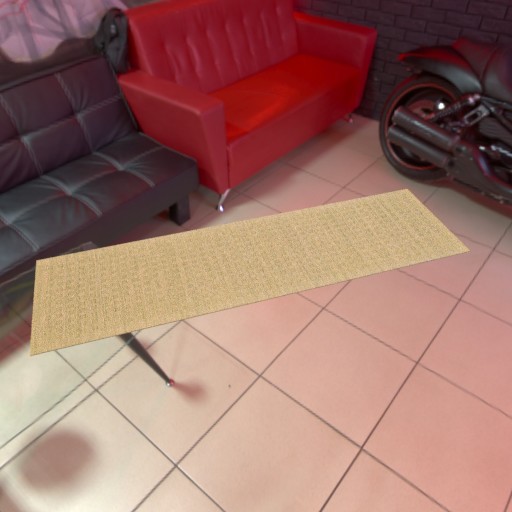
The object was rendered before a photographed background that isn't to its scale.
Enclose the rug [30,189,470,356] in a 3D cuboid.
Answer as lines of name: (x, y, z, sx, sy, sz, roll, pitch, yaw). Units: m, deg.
rug: (0.000, 0.000, 2.587, 2.437, 0.006, 0.686, -12, 44, -13)
